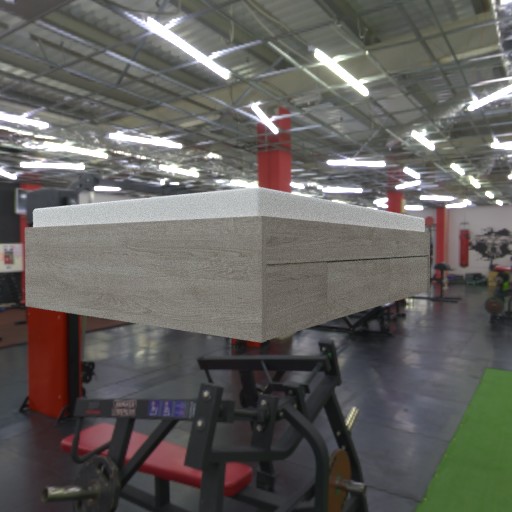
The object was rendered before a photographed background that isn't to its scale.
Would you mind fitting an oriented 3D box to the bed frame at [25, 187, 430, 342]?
[{"bbox_3d":[0.000,0.000,2.583,1.448,0.490,1.944,1,1,36],"label":"bed frame"}]
